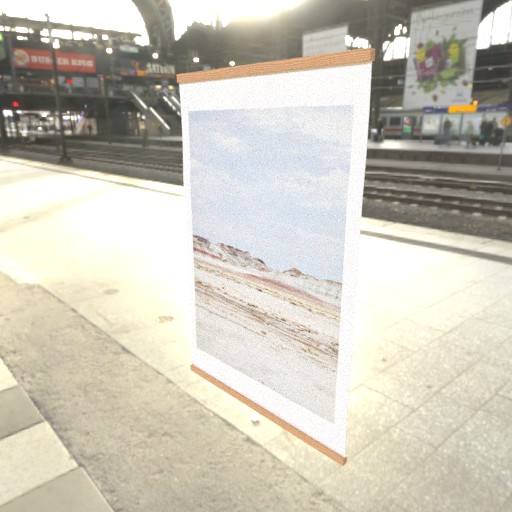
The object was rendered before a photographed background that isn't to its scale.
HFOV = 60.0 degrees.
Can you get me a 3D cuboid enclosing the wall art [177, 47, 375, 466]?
[{"bbox_3d":[0.000,0.000,1.900,0.025,1.521,1.011,-15,22,-42],"label":"wall art"}]
